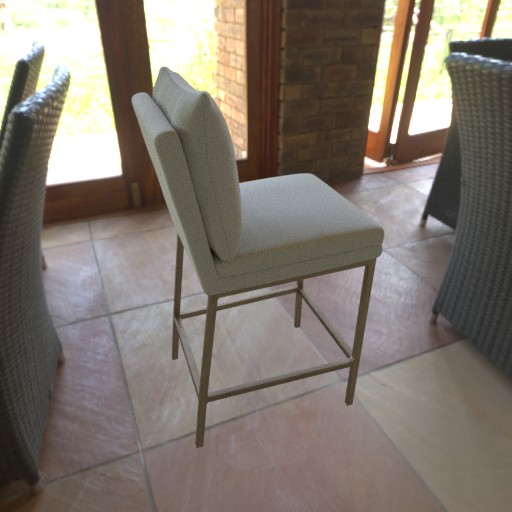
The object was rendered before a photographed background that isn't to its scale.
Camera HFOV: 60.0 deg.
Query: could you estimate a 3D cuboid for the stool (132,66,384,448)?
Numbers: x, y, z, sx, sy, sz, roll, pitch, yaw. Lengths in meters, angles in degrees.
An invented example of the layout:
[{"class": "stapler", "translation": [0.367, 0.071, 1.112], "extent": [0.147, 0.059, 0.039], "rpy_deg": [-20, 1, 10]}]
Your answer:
[{"class": "stool", "translation": [0.000, 0.000, 1.334], "extent": [0.572, 1.032, 0.463], "rpy_deg": [-10, 32, -17]}]
